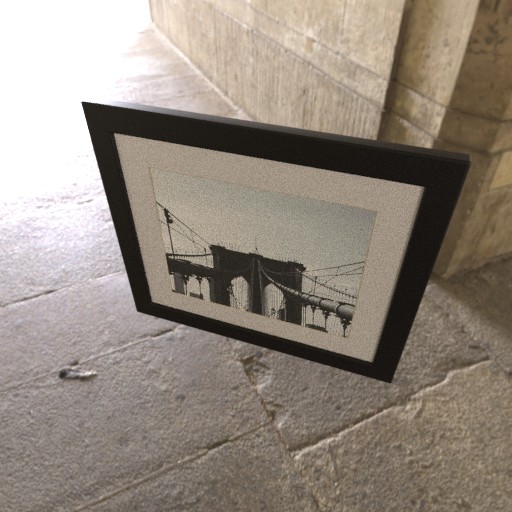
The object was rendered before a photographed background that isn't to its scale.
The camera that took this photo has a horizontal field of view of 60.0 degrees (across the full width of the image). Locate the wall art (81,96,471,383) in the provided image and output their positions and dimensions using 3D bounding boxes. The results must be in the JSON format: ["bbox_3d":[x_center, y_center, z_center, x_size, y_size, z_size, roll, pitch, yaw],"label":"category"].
[{"bbox_3d":[0.000,0.000,0.719,0.521,0.450,0.018,13,43,14],"label":"wall art"}]
